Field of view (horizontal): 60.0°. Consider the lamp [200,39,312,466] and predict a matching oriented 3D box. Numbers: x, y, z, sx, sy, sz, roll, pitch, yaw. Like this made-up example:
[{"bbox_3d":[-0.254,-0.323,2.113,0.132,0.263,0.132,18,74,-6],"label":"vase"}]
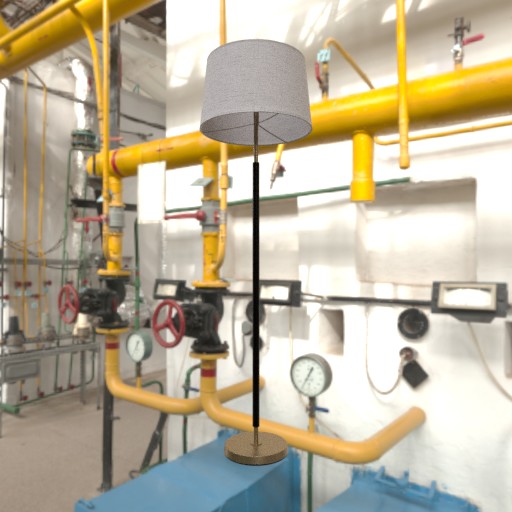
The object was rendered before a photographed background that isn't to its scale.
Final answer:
[{"bbox_3d":[0.000,0.000,1.654,0.420,1.447,0.420,0,-1,0],"label":"lamp"}]
